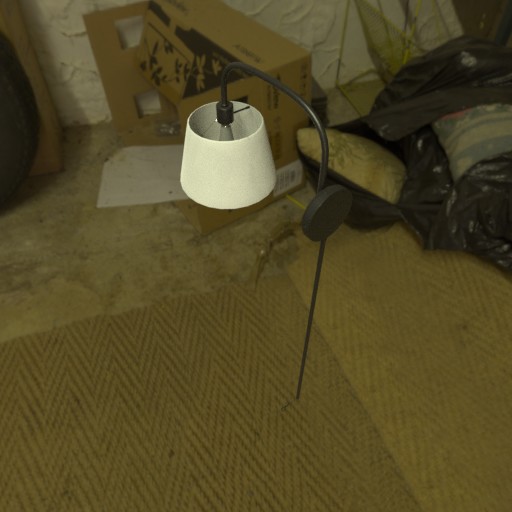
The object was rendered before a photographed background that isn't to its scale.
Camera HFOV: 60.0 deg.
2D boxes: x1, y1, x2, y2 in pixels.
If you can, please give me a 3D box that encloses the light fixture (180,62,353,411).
[{"bbox_3d":[0.000,0.000,0.463,0.092,0.399,0.176,-31,55,-25],"label":"light fixture"}]
